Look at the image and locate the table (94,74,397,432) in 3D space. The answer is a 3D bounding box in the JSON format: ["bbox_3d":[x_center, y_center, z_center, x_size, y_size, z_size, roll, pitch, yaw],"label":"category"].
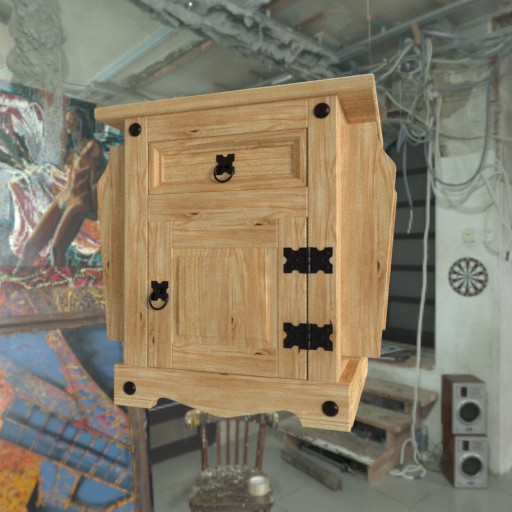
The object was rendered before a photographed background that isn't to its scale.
[{"bbox_3d":[0.000,0.000,0.876,0.530,0.515,0.380,0,0,18],"label":"table"}]
